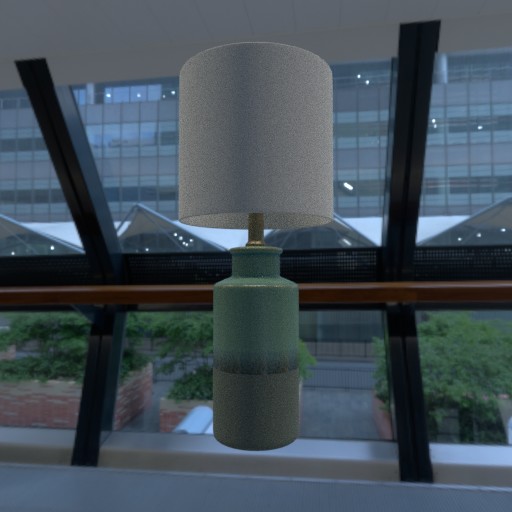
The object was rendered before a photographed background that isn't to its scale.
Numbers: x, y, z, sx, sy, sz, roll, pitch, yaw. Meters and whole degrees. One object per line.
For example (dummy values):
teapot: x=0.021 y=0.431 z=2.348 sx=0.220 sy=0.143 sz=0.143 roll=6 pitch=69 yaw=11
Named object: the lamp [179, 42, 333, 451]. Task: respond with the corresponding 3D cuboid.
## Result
lamp: x=0.000 y=0.000 z=0.614 sx=0.212 sy=0.493 sz=0.212 roll=2 pitch=-2 yaw=-37
